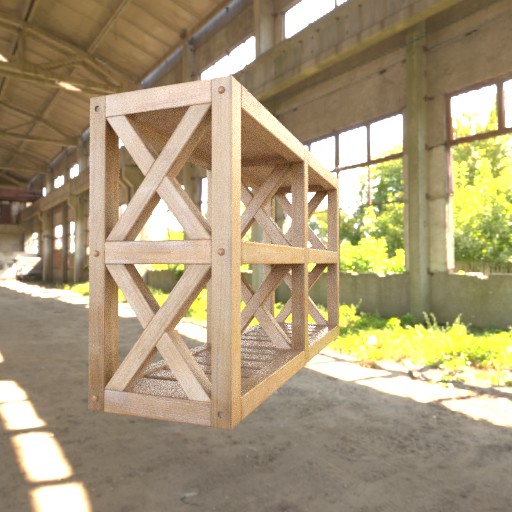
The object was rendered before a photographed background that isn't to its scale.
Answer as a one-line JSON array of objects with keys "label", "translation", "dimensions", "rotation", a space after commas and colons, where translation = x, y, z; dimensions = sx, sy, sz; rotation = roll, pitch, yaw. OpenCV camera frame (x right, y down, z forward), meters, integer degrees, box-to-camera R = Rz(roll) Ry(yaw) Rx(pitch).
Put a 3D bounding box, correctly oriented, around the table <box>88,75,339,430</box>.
[{"label": "table", "translation": [0.000, 0.000, 1.626], "dimensions": [0.381, 0.762, 1.320], "rotation": [0, -1, 21]}]
